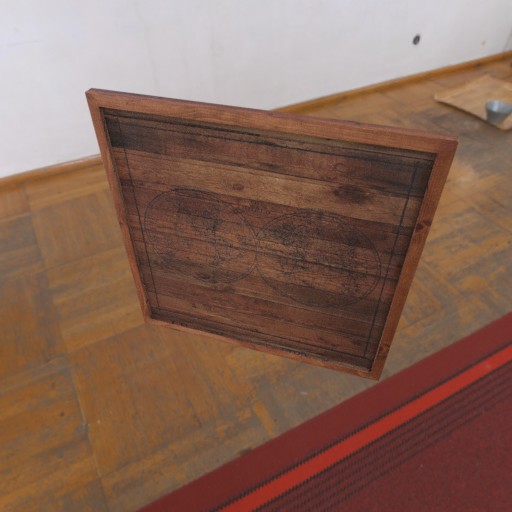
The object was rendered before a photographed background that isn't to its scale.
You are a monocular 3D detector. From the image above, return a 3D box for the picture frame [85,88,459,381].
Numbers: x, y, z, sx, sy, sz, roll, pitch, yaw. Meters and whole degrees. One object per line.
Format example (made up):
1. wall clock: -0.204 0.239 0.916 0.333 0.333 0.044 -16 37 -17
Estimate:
1. picture frame: 0.000 0.000 1.205 0.810 0.817 0.029 11 43 12
